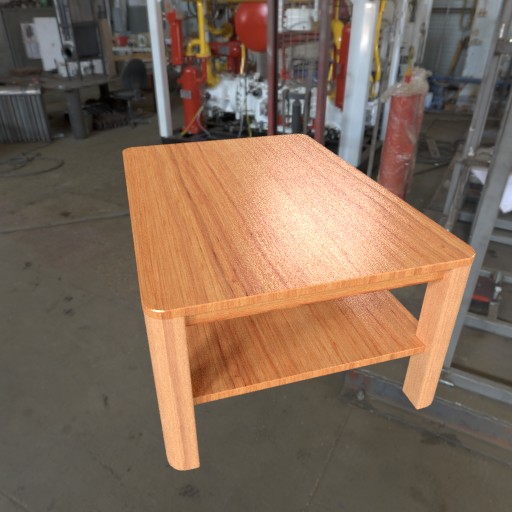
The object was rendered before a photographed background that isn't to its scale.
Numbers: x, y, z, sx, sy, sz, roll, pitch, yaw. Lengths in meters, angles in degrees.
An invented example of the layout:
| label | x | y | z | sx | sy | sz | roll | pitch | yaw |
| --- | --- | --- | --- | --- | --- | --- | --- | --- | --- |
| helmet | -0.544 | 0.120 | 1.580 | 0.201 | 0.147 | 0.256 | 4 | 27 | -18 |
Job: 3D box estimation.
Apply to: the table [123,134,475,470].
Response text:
| label | x | y | z | sx | sy | sz | roll | pitch | yaw |
| --- | --- | --- | --- | --- | --- | --- | --- | --- | --- |
| table | 0.000 | 0.000 | 1.360 | 0.696 | 0.445 | 0.997 | -9 | 31 | -14 |
